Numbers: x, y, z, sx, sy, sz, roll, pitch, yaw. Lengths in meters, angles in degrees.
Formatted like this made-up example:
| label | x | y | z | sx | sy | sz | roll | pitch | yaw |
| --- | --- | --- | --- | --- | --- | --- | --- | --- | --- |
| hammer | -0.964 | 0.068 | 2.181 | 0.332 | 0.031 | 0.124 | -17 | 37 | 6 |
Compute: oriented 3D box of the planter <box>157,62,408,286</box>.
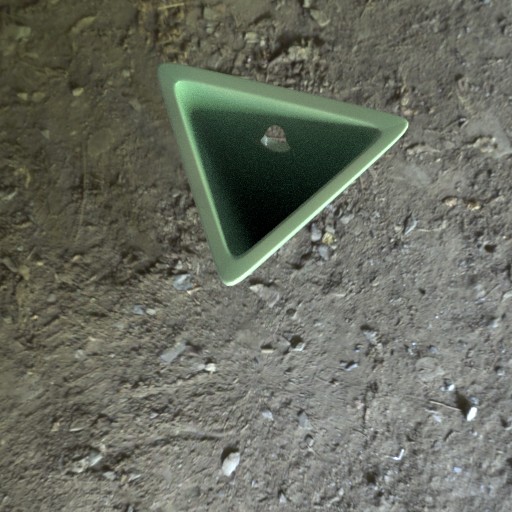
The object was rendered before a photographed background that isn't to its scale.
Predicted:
| label | x | y | z | sx | sy | sz | roll | pitch | yaw |
| --- | --- | --- | --- | --- | --- | --- | --- | --- | --- |
| planter | 0.000 | 0.000 | 0.214 | 0.080 | 0.178 | 0.064 | 15 | 75 | 4 |
